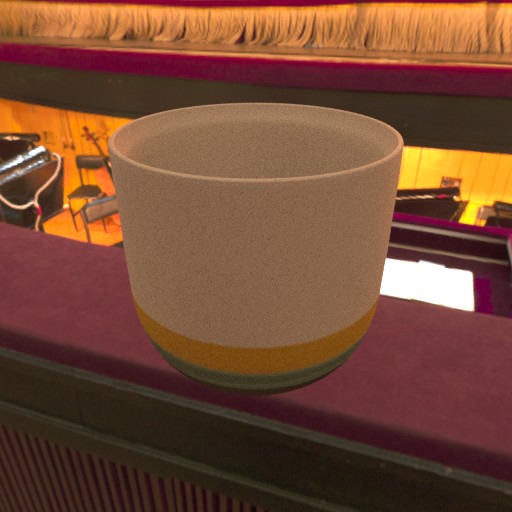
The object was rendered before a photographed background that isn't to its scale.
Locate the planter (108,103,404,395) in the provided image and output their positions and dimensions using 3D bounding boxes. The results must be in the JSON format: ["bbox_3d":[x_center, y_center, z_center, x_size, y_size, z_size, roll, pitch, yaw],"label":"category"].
[{"bbox_3d":[0.000,0.000,0.481,0.268,0.270,0.268,0,30,0],"label":"planter"}]
